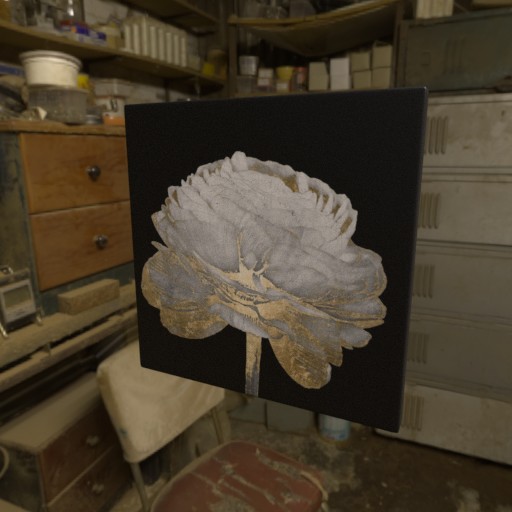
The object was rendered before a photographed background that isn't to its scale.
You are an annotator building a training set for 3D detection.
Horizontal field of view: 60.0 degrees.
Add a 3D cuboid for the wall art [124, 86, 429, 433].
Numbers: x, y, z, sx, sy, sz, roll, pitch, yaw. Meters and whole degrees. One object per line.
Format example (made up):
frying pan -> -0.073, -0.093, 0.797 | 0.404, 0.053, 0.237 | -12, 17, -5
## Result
wall art -> 0.000, 0.000, 0.904 | 0.610, 0.611, 0.043 | 6, 14, 25
